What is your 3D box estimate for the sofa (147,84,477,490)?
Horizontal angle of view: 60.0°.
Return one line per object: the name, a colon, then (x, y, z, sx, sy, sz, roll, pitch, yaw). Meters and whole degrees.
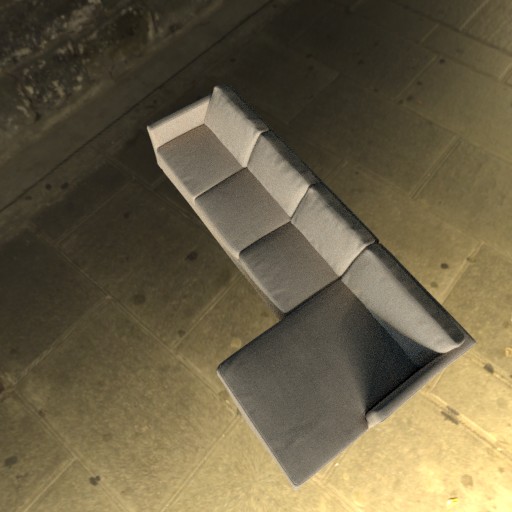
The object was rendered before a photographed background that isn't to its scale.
sofa: (0.000, 0.000, 3.747, 1.625, 0.846, 3.186, -33, 68, -15)
